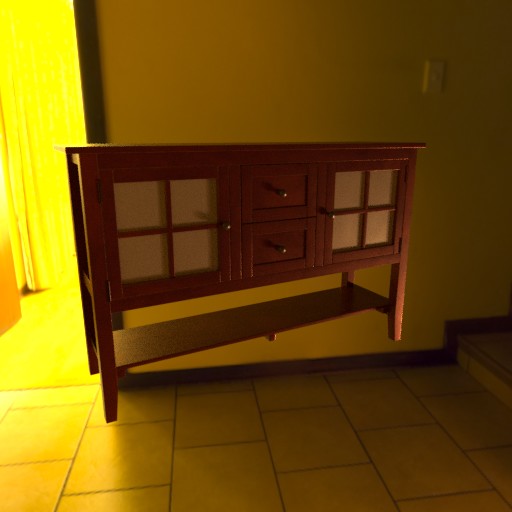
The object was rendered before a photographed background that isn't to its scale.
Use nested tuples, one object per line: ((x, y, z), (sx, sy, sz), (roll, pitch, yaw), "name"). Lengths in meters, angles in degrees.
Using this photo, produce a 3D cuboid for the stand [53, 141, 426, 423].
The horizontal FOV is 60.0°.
((0.000, 0.000, 1.770), (1.362, 0.872, 0.410), (-8, 17, -27), "stand")
